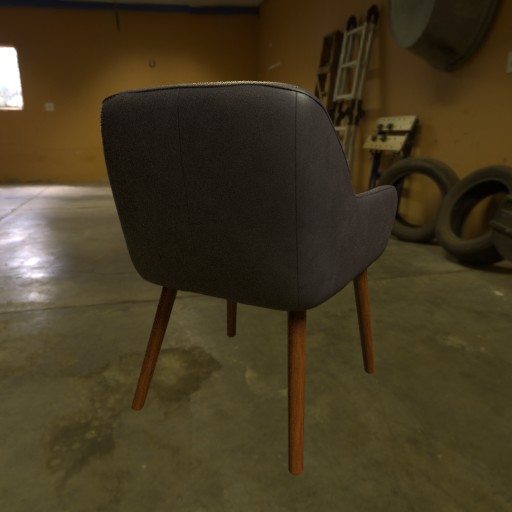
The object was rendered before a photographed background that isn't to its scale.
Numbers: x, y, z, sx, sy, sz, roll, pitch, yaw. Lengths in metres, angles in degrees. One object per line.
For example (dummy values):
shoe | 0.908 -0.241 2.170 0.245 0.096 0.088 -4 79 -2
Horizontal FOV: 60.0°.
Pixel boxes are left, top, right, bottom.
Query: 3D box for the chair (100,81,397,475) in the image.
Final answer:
chair | 0.000 0.000 1.205 0.610 0.828 0.610 9 18 29
